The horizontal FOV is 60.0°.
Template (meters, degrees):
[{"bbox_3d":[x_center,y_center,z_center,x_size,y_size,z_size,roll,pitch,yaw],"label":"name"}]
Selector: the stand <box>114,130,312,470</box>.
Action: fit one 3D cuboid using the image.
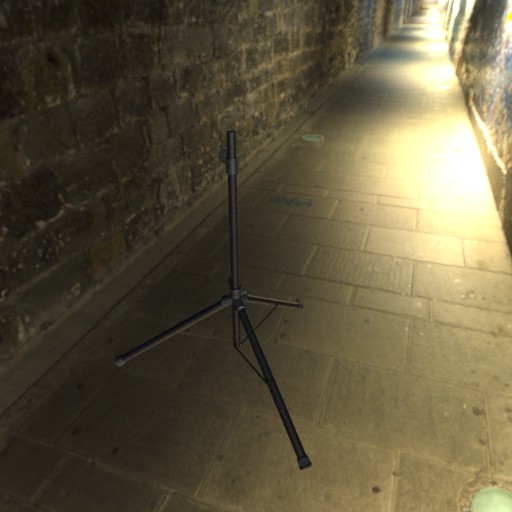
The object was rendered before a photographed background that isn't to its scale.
[{"bbox_3d":[0.000,0.000,1.905,1.045,1.136,0.907,19,36,29],"label":"stand"}]
